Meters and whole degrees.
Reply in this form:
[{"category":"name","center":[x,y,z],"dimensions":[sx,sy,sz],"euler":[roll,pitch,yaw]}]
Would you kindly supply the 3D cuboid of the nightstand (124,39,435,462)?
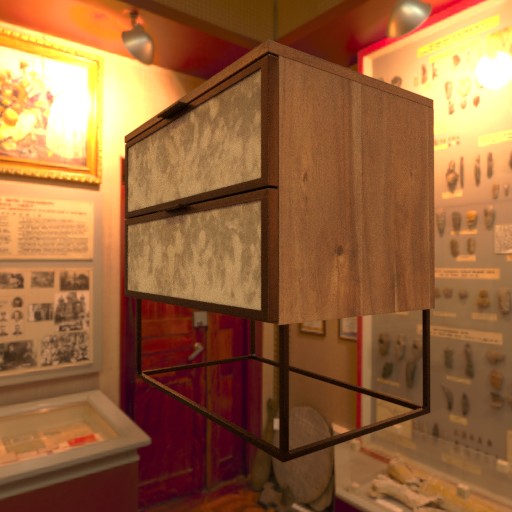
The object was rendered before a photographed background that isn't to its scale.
[{"category":"nightstand","center":[0.000,0.000,0.988],"dimensions":[0.427,0.611,0.605],"euler":[0,-1,-36]}]
